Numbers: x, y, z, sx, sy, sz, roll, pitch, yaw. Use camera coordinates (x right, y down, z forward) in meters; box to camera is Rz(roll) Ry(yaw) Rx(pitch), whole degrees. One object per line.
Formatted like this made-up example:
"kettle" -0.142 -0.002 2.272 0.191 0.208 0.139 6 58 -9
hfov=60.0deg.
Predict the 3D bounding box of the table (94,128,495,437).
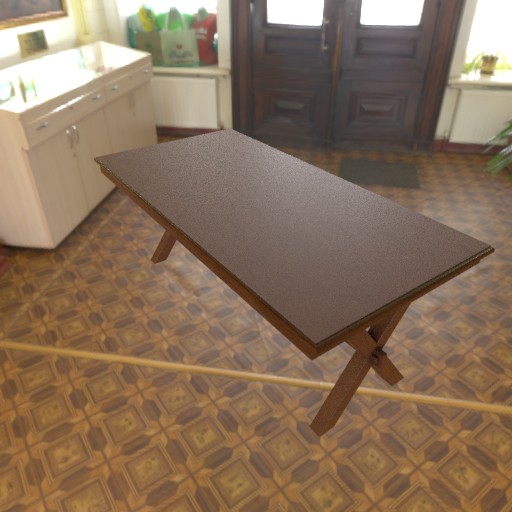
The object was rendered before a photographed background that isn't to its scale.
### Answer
"table" 0.000 0.000 1.479 0.594 0.459 1.197 -22 39 -29
